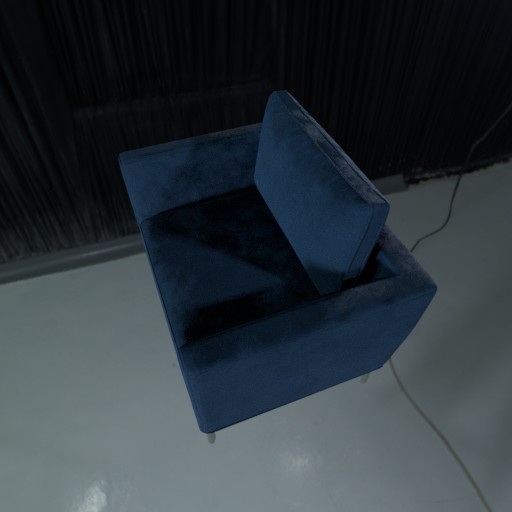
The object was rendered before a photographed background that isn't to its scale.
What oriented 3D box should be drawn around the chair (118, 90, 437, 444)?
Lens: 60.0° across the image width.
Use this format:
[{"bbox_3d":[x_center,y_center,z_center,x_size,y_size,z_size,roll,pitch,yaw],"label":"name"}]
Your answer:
[{"bbox_3d":[0.000,0.000,1.612,0.746,0.893,0.977,-16,50,-14],"label":"chair"}]
